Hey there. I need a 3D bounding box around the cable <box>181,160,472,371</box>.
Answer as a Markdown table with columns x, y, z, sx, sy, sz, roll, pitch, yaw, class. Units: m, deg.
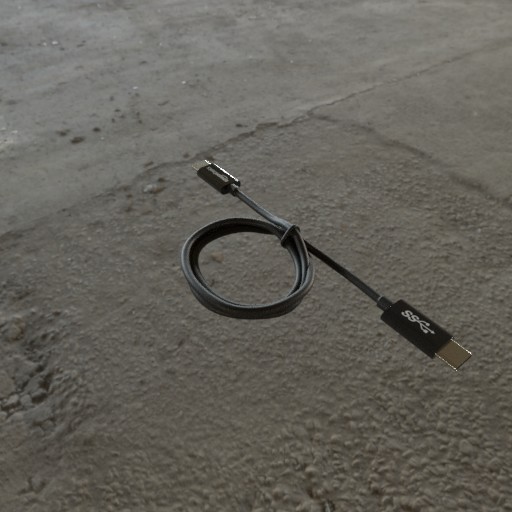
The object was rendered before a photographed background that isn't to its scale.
| x | y | z | sx | sy | sz | roll | pitch | yaw | class |
| --- | --- | --- | --- | --- | --- | --- | --- | --- | --- |
| 0.000 | 0.000 | 0.207 | 0.070 | 0.014 | 0.186 | -28 | 48 | -28 | cable |
